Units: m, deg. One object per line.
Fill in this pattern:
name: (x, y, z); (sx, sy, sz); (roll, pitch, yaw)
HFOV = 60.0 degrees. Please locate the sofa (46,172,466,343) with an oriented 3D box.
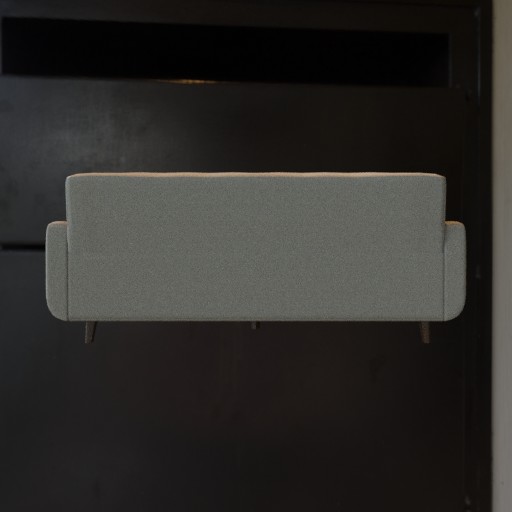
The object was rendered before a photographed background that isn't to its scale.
sofa: (0.000, 0.000, 2.678); (2.137, 0.892, 0.980); (0, 1, 0)
